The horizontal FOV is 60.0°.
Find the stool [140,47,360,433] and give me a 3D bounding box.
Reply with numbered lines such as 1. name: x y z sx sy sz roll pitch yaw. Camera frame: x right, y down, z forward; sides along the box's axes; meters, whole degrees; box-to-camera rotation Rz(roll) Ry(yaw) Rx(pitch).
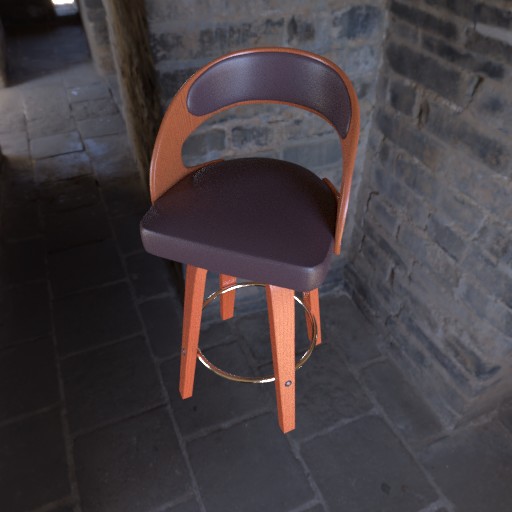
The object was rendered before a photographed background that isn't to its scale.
1. stool: 0.000 0.000 1.198 0.457 0.940 0.457 13 43 15
